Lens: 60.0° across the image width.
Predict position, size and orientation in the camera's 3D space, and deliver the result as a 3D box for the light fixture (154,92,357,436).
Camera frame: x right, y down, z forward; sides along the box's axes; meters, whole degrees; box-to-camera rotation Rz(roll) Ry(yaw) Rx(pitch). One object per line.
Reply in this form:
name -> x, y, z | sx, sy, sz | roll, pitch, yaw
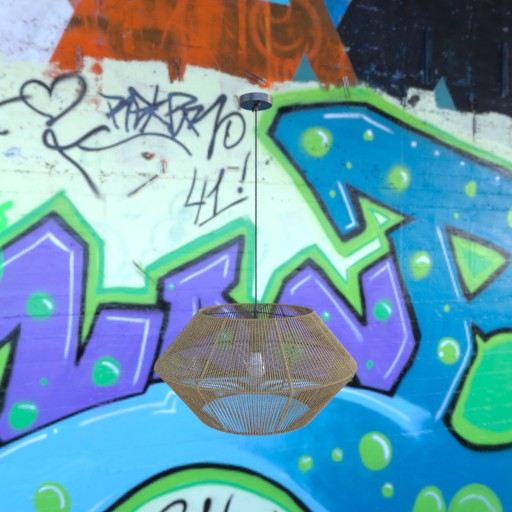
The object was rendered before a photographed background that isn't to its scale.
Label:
light fixture -> 0.000, 0.000, 1.425 | 0.643, 1.009, 0.643 | 0, 1, 0
